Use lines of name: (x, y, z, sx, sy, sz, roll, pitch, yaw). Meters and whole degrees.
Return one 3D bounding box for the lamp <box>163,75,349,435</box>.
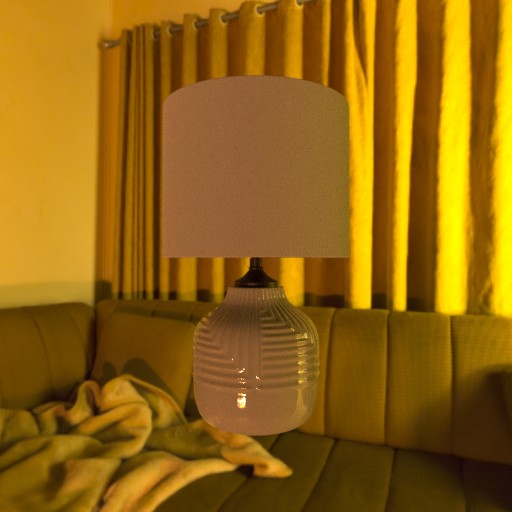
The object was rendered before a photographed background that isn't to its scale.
lamp: (0.000, 0.000, 0.770, 0.318, 0.567, 0.318, 0, 0, 0)
